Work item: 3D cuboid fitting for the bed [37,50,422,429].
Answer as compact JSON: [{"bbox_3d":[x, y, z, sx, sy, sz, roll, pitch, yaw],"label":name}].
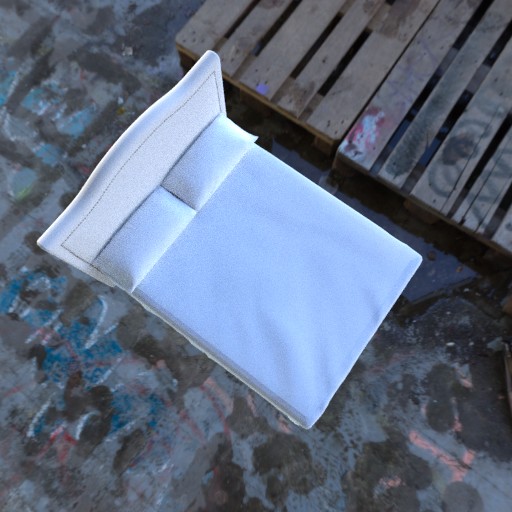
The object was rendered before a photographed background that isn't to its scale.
[{"bbox_3d":[0.000,0.000,3.368,2.143,1.460,1.753,36,79,8],"label":"bed"}]
